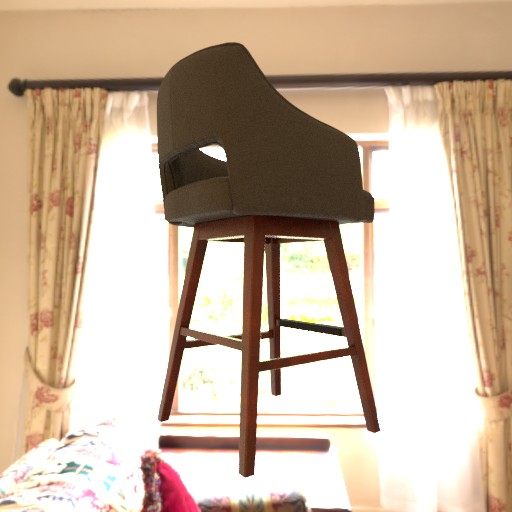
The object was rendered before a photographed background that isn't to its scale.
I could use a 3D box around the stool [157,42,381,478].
[{"bbox_3d":[0.000,0.000,1.316,0.558,1.012,0.548,1,-2,-37],"label":"stool"}]
